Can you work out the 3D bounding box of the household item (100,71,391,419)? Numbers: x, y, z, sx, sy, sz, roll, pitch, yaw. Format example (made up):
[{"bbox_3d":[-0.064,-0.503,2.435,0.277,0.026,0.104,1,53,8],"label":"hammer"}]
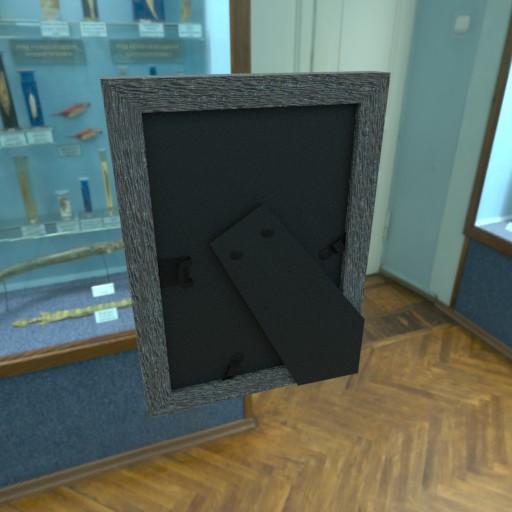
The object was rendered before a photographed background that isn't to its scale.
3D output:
[{"bbox_3d":[0.000,0.000,0.237,0.133,0.180,0.020,-8,27,-17],"label":"household item"}]
